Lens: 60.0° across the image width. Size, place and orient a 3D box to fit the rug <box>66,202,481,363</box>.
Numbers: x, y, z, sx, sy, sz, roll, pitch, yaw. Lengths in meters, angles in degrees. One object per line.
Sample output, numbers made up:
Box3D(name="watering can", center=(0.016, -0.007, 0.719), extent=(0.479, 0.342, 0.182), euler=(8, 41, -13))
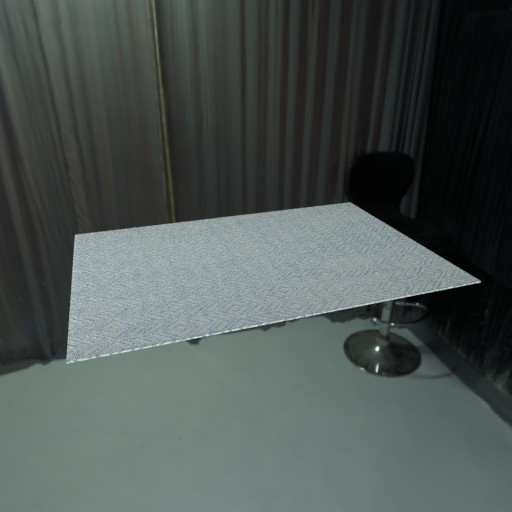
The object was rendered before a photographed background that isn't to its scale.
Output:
Box3D(name="rug", center=(0.000, 0.000, 2.343), extent=(1.824, 0.008, 1.220), euler=(-8, 27, -17))
